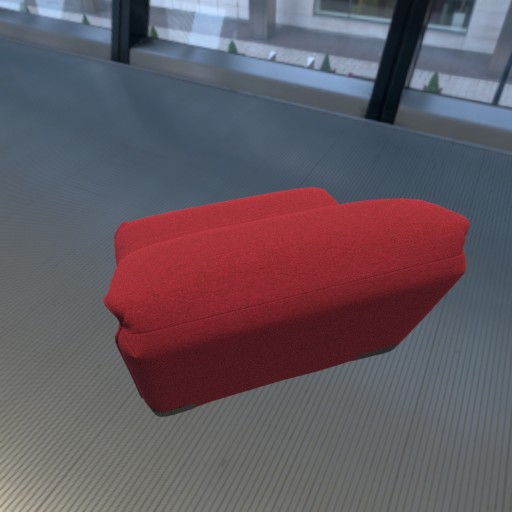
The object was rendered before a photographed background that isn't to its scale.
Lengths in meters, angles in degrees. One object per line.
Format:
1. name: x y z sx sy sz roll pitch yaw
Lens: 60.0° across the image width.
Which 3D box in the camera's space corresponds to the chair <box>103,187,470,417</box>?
1. chair: 0.000 0.000 1.308 0.820 0.580 0.780 -12 43 -13
